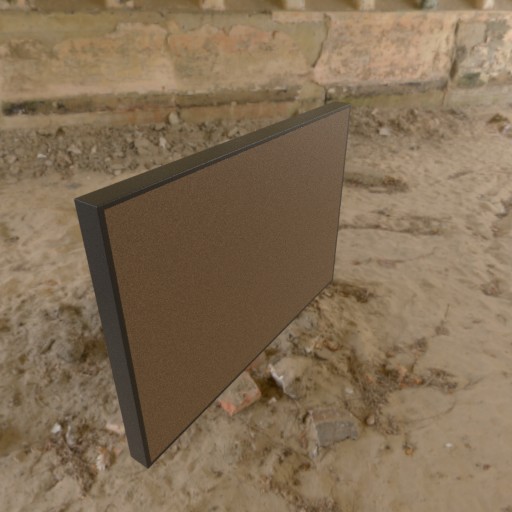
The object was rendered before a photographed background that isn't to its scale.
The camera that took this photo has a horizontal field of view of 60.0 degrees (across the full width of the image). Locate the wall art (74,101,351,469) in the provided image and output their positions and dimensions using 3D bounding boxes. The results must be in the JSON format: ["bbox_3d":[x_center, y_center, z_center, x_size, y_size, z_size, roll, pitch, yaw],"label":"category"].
[{"bbox_3d":[0.000,0.000,1.183,0.058,0.640,0.939,19,35,29],"label":"wall art"}]
